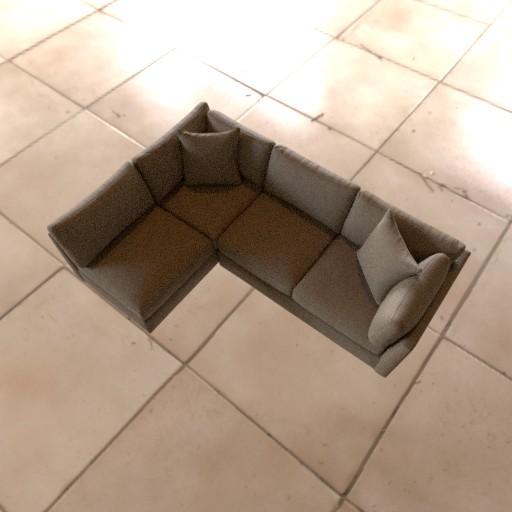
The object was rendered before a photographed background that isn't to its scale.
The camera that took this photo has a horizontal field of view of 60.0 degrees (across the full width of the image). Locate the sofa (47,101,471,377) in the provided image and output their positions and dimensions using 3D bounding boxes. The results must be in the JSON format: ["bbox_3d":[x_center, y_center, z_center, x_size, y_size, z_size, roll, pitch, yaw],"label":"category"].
[{"bbox_3d":[0.000,0.000,3.809,2.896,0.978,1.994,33,63,19],"label":"sofa"}]
